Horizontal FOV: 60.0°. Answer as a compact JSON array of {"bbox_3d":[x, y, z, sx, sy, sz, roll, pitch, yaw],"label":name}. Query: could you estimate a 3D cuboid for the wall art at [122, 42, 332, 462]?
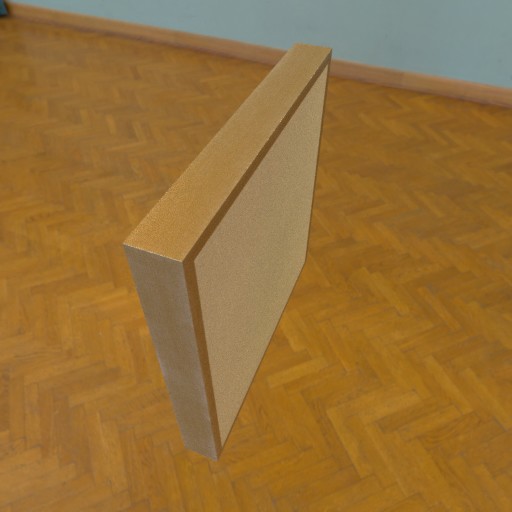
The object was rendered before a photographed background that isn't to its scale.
[{"bbox_3d":[0.000,0.000,0.450,0.038,0.305,0.306,16,49,15],"label":"wall art"}]
